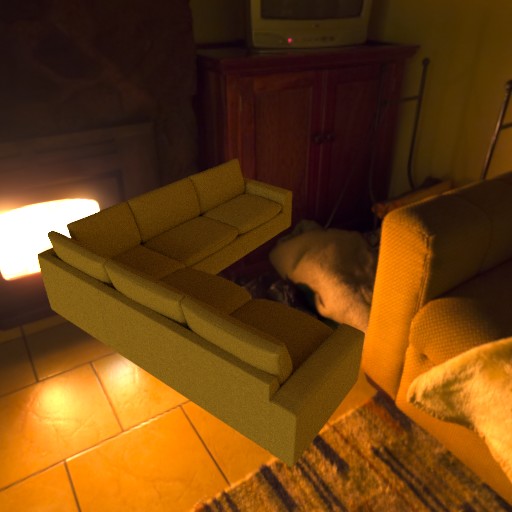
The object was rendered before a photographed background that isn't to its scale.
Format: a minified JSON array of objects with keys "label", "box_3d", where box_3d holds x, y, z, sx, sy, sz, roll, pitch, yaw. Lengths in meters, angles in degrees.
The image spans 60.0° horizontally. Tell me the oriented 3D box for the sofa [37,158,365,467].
[{"label":"sofa","box_3d":[0.000,0.000,4.091,2.622,0.800,2.742,21,36,31]}]
